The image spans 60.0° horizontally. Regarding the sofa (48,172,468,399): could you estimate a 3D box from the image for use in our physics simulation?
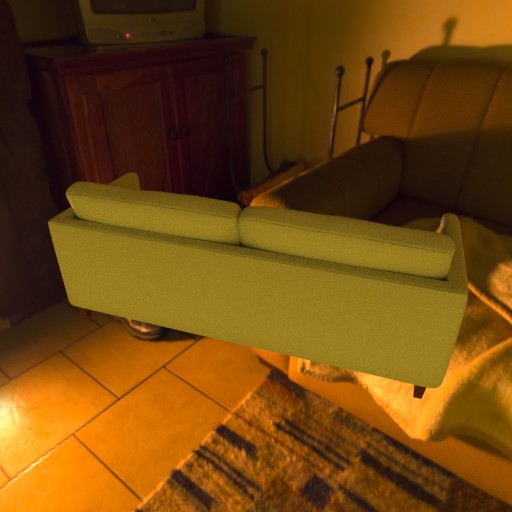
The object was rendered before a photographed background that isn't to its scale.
[{"bbox_3d":[0.000,0.000,2.910,2.434,0.965,0.948,10,32,16],"label":"sofa"}]
